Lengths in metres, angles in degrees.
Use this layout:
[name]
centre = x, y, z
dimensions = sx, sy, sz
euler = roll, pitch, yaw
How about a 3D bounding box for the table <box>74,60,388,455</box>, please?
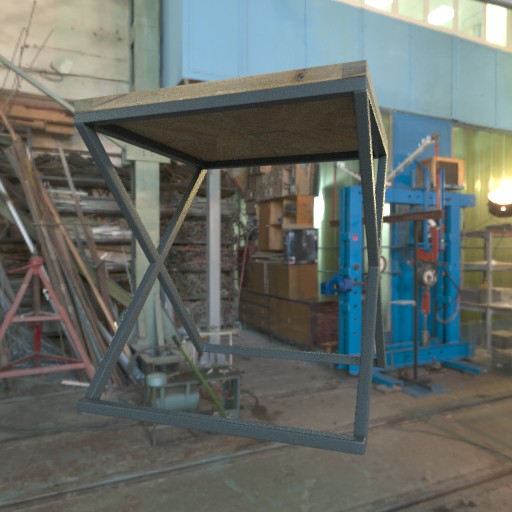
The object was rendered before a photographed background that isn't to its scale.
[table]
centre = 0.000, 0.000, 0.925
dimensions = 0.499, 0.550, 0.498
euler = 0, 1, 20
